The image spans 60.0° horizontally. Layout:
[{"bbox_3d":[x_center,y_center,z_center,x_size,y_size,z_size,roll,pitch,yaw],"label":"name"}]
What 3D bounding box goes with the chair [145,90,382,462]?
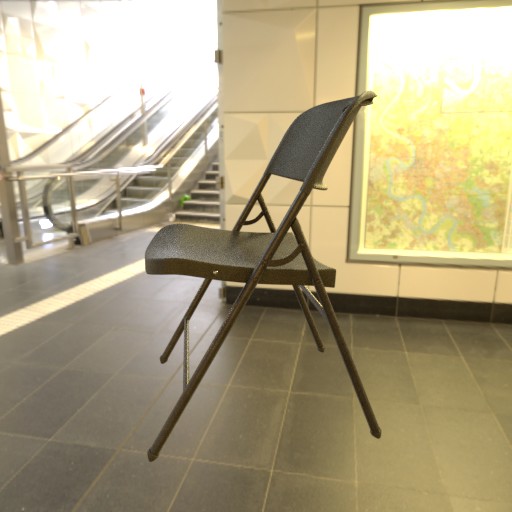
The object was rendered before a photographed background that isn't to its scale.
[{"bbox_3d":[0.000,0.000,1.168,0.566,0.810,0.494,-2,14,-8],"label":"chair"}]
